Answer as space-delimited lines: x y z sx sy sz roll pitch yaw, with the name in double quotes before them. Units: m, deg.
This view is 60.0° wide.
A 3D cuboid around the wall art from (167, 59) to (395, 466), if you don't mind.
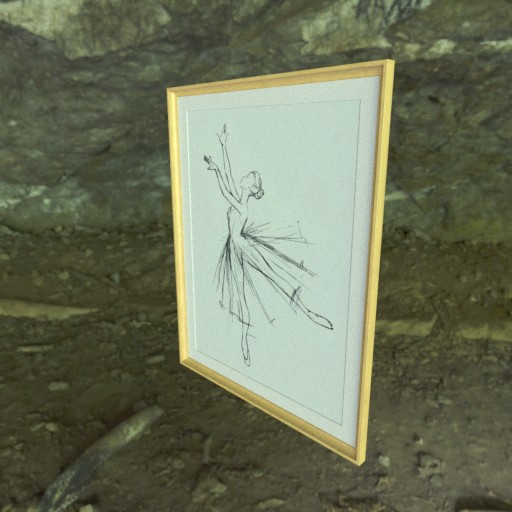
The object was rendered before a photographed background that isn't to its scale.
"wall art" 0.000 0.000 1.331 0.798 1.002 0.030 14 20 43
